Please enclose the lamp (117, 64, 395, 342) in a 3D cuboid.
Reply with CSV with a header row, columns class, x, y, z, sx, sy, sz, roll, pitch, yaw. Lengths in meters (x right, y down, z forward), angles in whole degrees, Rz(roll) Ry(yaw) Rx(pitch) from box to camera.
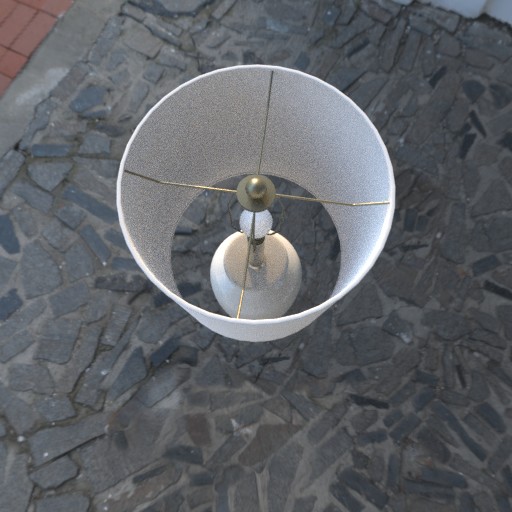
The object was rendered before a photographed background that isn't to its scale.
class,x,y,z,sx,sy,sz,roll,pitch,yaw
lamp,0.000,0.000,0.488,0.188,0.392,0.188,-43,80,-10
